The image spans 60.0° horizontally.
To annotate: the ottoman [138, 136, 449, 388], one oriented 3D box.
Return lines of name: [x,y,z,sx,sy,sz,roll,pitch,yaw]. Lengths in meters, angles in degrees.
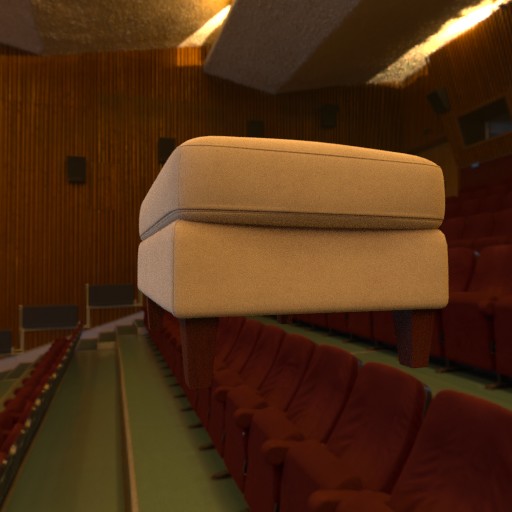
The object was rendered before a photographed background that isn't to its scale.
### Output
ottoman: [0.000,0.000,1.226,0.584,0.483,0.864,0,-1,-19]
